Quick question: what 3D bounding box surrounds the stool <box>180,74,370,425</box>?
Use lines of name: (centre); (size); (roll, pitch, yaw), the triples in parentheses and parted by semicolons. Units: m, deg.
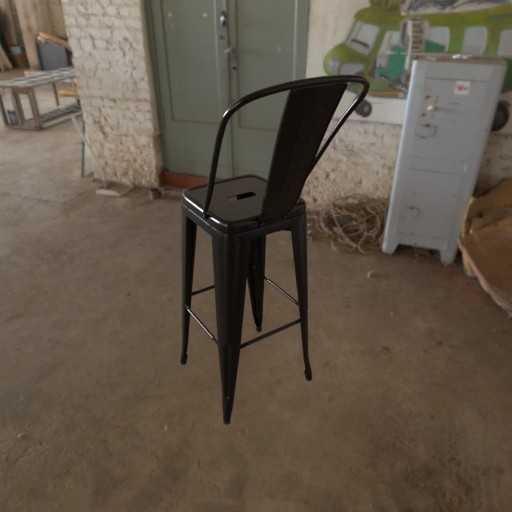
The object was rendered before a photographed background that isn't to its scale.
stool: (0.000, 0.000, 1.363); (0.399, 1.096, 0.513); (-19, 35, -28)
